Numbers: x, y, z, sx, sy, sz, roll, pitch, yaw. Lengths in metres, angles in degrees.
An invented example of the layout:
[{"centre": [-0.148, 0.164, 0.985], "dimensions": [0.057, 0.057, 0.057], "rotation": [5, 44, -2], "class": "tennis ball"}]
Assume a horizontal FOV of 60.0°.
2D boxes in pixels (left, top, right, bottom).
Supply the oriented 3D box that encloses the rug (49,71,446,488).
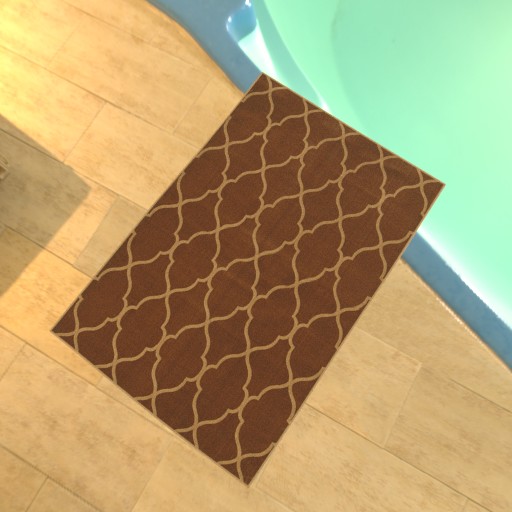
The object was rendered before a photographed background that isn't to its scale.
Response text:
[{"centre": [0.000, 0.000, 2.852], "dimensions": [1.526, 0.014, 2.290], "rotation": [35, 78, 8], "class": "rug"}]
